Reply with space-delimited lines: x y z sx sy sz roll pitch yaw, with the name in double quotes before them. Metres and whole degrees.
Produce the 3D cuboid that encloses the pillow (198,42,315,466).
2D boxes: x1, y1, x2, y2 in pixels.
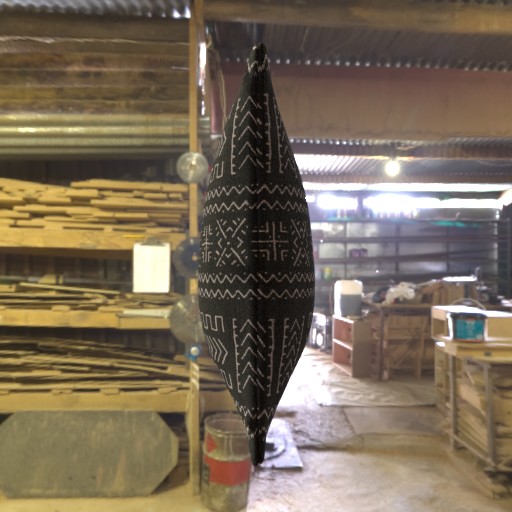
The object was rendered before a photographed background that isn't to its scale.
"pillow" 0.000 0.000 0.661 0.164 0.430 0.438 0 -1 -1
